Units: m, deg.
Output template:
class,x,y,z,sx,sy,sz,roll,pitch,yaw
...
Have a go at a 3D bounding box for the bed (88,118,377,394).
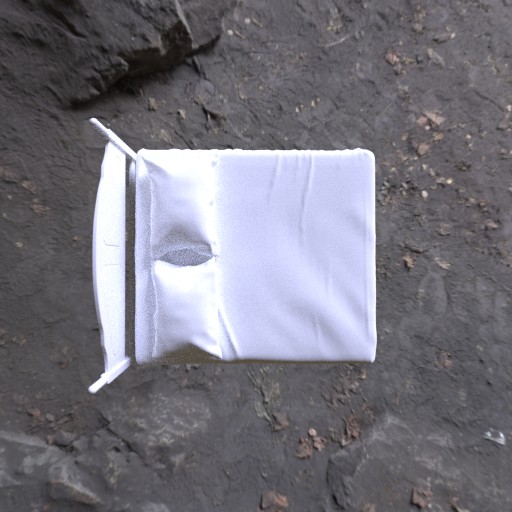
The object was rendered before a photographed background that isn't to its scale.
class,x,y,z,sx,sy,sz,roll,pitch,yaw
bed,0.000,0.000,3.315,2.040,1.356,1.873,0,89,-1
